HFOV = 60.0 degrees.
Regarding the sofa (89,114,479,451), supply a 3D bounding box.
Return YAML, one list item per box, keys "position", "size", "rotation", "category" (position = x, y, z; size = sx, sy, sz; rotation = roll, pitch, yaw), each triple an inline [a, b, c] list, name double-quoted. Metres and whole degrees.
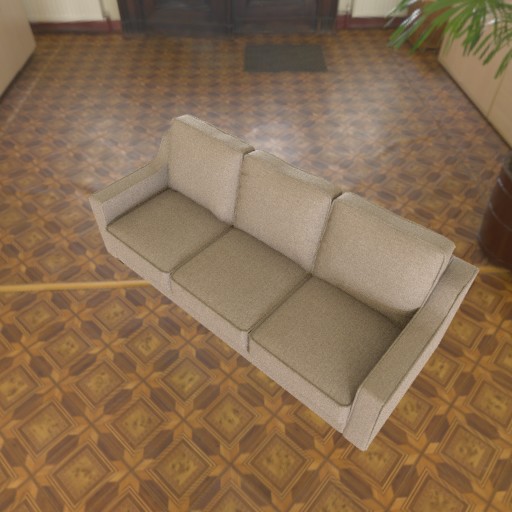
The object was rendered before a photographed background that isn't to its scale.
- position: [0.000, 0.000, 2.620]
  size: [2.129, 0.950, 0.899]
  rotation: [32, 54, 27]
  category: "sofa"
